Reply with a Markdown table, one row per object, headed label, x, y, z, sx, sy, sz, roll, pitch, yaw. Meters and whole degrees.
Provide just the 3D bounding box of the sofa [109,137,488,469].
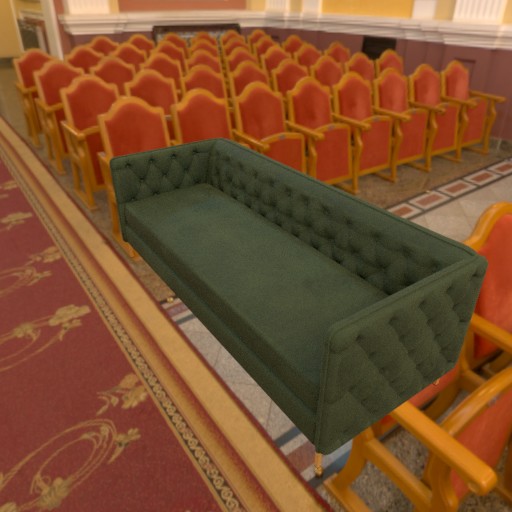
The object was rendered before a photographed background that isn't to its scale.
| label | x | y | z | sx | sy | sz | roll | pitch | yaw |
| --- | --- | --- | --- | --- | --- | --- | --- | --- | --- |
| sofa | 0.000 | 0.000 | 2.574 | 0.895 | 0.771 | 2.209 | -20 | 36 | -29 |
